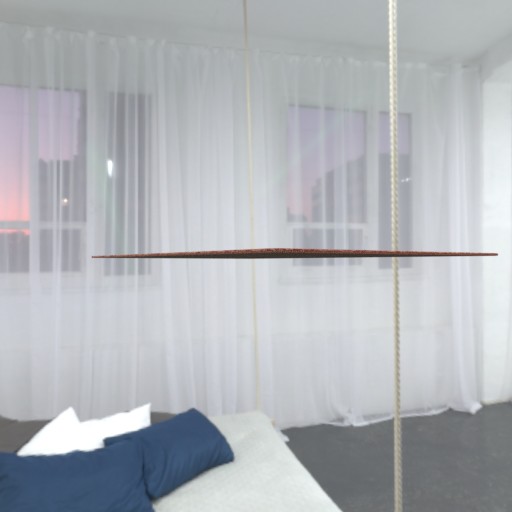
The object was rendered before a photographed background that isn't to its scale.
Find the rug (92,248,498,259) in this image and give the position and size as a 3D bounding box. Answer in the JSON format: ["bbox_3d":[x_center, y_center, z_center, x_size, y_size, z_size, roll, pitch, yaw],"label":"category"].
[{"bbox_3d":[0.000,0.000,2.979,1.524,0.015,2.438,1,-1,-35],"label":"rug"}]
